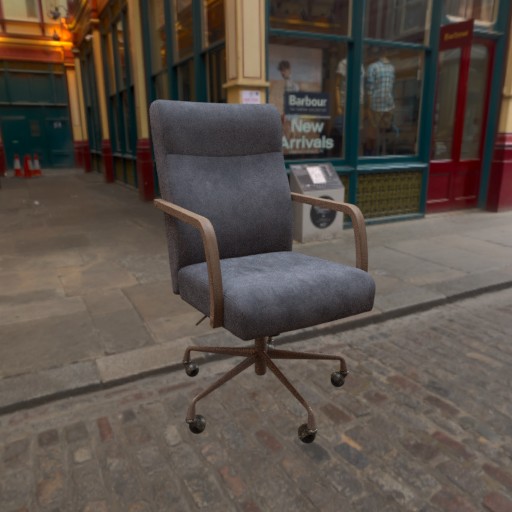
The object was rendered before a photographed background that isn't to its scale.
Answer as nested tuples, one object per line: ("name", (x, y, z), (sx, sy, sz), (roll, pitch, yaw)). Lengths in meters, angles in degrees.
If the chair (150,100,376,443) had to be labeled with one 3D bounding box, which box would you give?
("chair", (0.000, 0.000, 1.509), (0.640, 1.029, 0.741), (-8, 17, -27))
